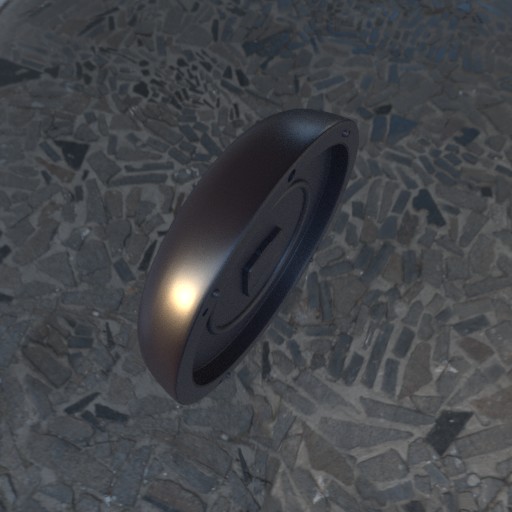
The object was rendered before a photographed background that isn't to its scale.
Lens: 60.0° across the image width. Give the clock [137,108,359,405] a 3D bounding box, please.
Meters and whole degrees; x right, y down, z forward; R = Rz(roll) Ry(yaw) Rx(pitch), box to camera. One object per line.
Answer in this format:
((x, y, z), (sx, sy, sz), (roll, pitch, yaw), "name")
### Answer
((0.000, 0.000, 0.432), (0.060, 0.300, 0.300), (32, 67, 15), "clock")
